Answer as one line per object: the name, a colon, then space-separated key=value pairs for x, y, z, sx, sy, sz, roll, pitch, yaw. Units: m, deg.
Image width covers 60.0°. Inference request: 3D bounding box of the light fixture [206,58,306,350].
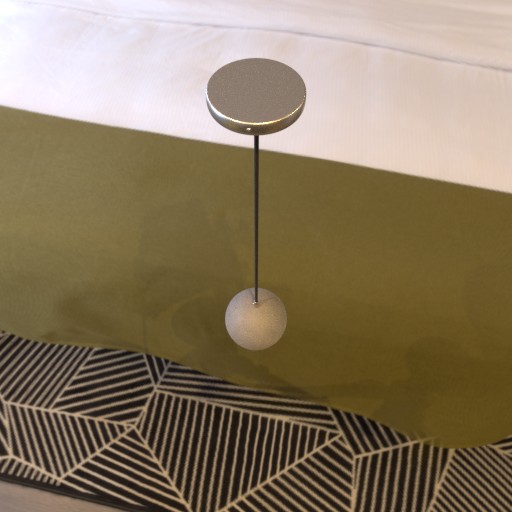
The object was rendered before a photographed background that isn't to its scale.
light fixture: x=0.000 y=0.000 z=0.846 sx=0.153 sy=0.760 sz=0.153 roll=-17 pitch=60 yaw=-10
